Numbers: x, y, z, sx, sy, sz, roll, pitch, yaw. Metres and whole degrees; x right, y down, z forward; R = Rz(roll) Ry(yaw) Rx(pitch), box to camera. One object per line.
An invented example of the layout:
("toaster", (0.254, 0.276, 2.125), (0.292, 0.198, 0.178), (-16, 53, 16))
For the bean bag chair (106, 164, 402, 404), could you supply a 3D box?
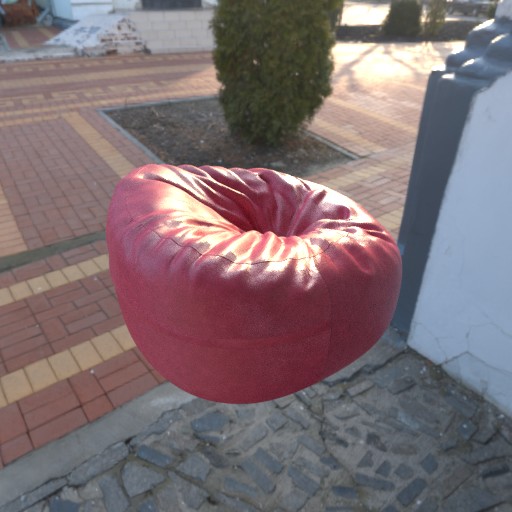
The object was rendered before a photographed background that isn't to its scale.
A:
("bean bag chair", (0.000, 0.000, 2.430), (1.524, 0.878, 1.524), (-11, 33, -17))
